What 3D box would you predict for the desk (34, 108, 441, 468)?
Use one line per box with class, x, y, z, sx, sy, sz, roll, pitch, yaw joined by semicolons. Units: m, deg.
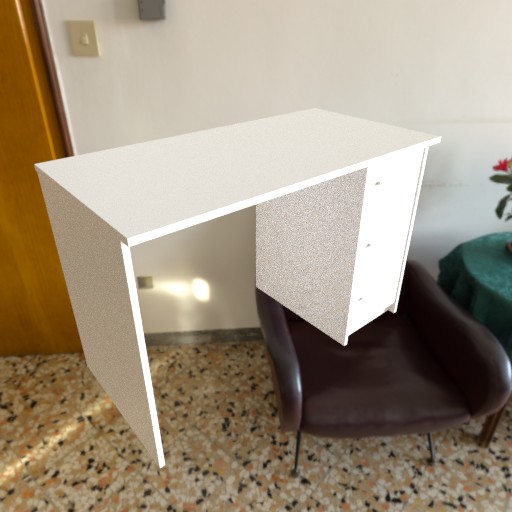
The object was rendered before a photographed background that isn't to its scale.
desk;0.000;0.000;1.502;1.097;0.735;0.560;-23;37;-34
